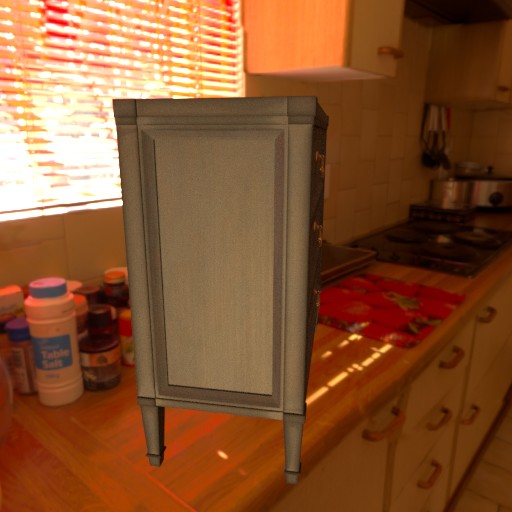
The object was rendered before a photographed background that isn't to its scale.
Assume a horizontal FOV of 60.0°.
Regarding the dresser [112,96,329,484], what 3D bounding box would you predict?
[{"bbox_3d":[0.000,0.000,1.577,0.463,0.986,1.049,3,15,10],"label":"dresser"}]
